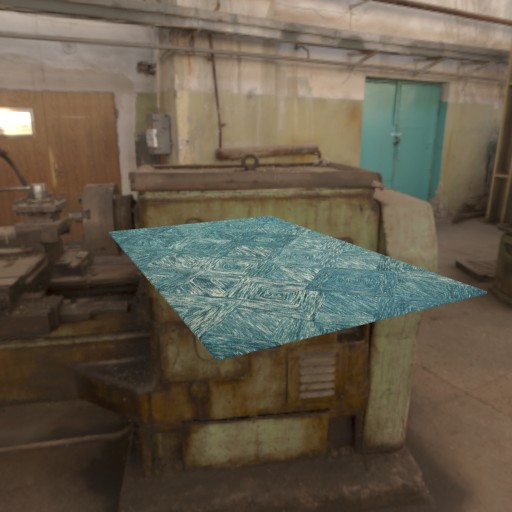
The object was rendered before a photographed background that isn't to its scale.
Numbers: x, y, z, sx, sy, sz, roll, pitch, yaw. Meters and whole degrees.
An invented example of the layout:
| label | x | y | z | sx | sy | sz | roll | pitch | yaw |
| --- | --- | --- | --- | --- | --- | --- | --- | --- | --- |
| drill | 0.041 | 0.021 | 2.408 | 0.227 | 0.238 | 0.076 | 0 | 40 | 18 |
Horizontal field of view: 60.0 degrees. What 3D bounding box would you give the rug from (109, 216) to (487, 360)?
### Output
| label | x | y | z | sx | sy | sz | roll | pitch | yaw |
| --- | --- | --- | --- | --- | --- | --- | --- | --- | --- |
| rug | 0.000 | 0.000 | 2.907 | 1.490 | 0.015 | 2.277 | -8 | 18 | -26 |
